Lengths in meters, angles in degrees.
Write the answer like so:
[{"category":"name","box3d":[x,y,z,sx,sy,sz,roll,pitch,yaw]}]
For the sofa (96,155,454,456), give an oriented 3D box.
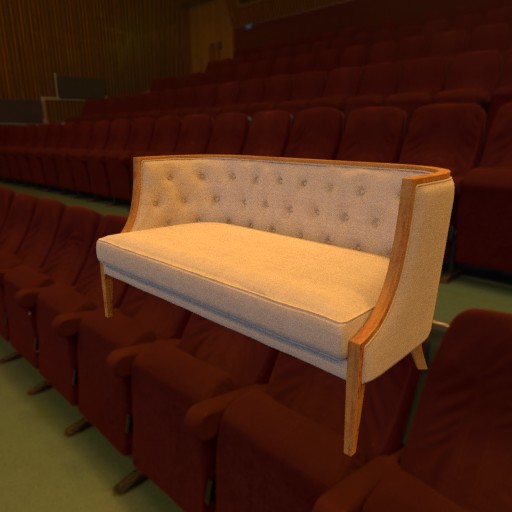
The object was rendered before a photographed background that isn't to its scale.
[{"category":"sofa","box3d":[0.000,0.000,1.892,1.474,0.775,0.770,15,22,42]}]
